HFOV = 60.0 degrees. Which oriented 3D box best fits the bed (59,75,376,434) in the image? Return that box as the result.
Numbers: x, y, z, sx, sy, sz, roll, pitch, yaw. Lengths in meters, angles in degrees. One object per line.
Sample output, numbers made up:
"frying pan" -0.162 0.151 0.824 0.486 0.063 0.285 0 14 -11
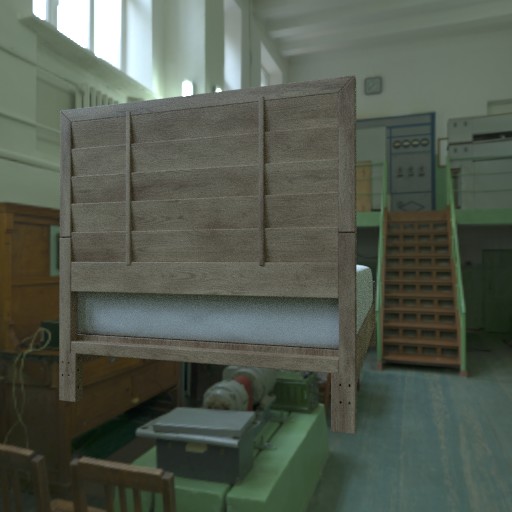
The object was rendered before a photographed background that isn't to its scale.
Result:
"bed" 0.000 0.000 3.290 1.626 1.626 2.197 0 0 17
